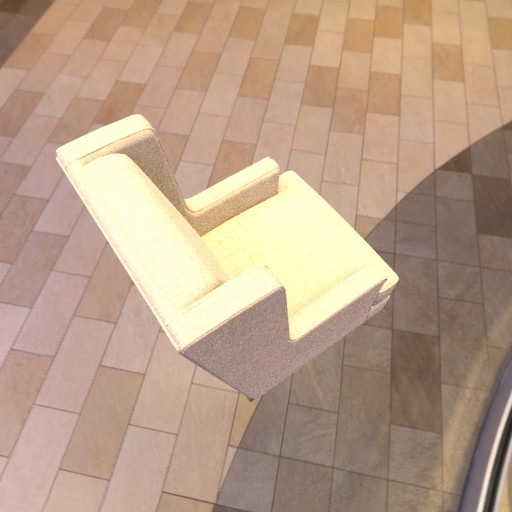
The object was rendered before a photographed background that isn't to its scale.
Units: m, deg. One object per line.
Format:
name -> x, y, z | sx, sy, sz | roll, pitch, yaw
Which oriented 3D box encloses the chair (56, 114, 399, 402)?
chair -> 0.000, 0.000, 1.740 | 0.948, 1.082, 0.764 | -31, 63, -18
